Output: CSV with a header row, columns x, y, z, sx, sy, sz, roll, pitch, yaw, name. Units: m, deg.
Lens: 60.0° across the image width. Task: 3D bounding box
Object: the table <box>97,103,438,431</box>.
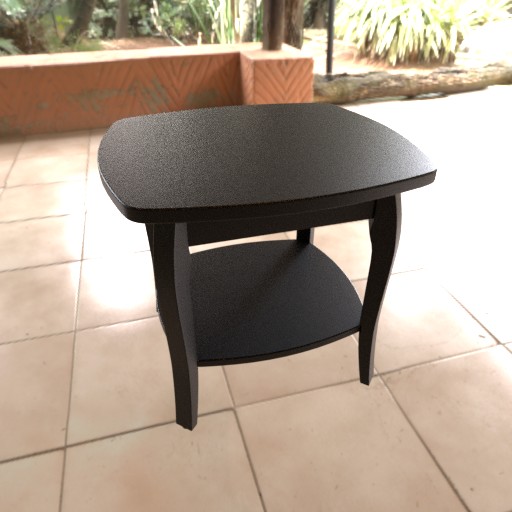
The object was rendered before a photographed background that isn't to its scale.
x,y,z,sx,sy,sz,roll,pitch,yaw,name
0.000,0.000,0.862,0.508,0.457,0.457,-9,34,-14,table
